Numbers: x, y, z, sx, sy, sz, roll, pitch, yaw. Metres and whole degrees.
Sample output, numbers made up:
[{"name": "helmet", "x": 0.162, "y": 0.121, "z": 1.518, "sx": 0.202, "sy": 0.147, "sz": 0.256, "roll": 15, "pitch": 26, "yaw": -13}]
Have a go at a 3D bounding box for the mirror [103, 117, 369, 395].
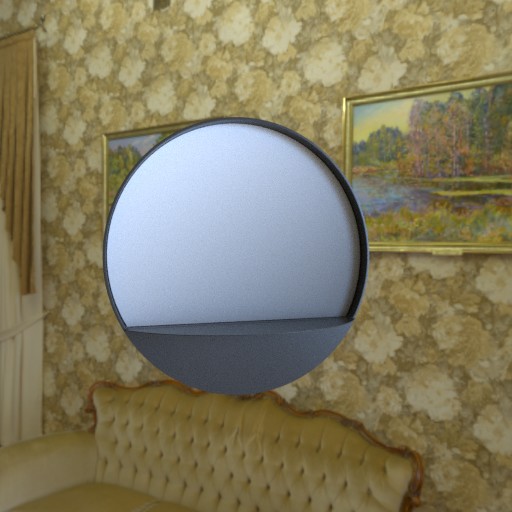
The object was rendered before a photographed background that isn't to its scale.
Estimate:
[{"name": "mirror", "x": 0.000, "y": 0.000, "z": 0.697, "sx": 0.457, "sy": 0.457, "sz": 0.133, "roll": 0, "pitch": 0, "yaw": -18}]
